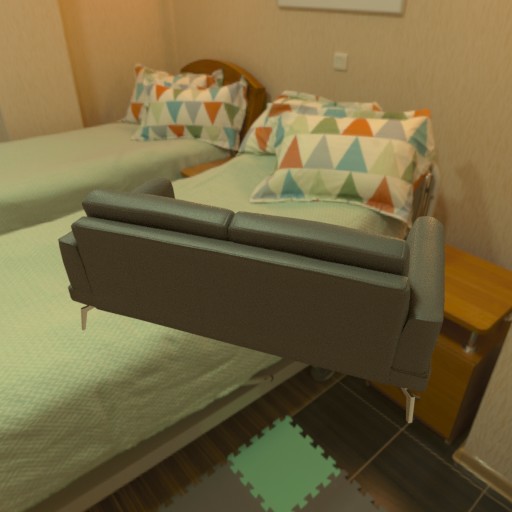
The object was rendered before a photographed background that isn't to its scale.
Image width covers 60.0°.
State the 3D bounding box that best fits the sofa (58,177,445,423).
[{"bbox_3d":[0.000,0.000,2.761,2.177,0.930,1.121,11,33,17],"label":"sofa"}]
